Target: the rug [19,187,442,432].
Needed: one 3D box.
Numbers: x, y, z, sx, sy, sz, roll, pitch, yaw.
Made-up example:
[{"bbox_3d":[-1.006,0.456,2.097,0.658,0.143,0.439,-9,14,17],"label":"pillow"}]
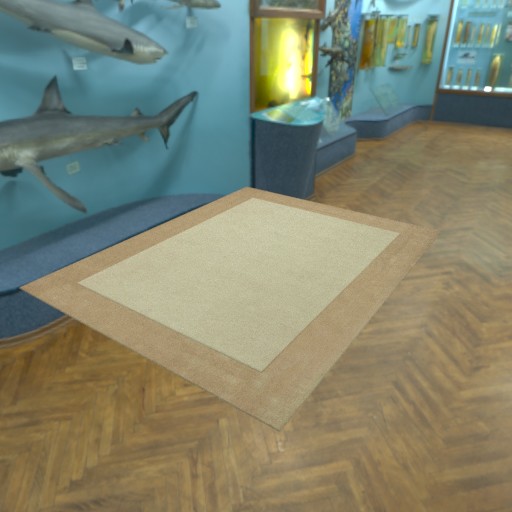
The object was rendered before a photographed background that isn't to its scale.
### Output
[{"bbox_3d":[0.000,0.000,3.991,2.438,0.014,3.048,18,32,31],"label":"rug"}]
